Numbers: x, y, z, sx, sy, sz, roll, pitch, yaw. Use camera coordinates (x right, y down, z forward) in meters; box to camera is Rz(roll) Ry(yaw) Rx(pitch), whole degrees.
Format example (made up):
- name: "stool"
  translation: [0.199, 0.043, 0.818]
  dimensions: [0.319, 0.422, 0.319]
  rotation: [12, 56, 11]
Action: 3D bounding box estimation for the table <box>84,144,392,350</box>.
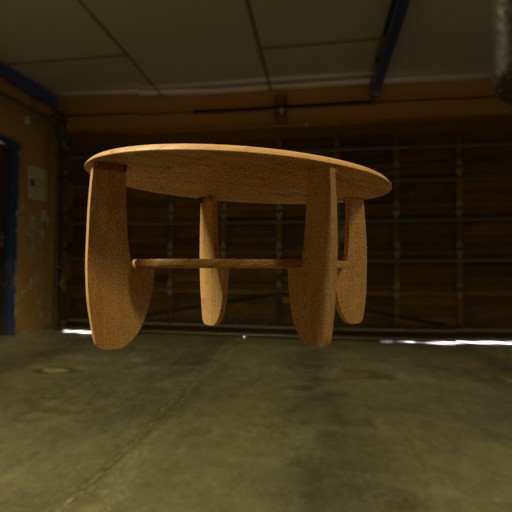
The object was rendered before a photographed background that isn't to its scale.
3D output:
- name: "table"
  translation: [0.000, 0.000, 1.404]
  dimensions: [1.040, 0.490, 0.690]
  rotation: [1, -2, -36]
